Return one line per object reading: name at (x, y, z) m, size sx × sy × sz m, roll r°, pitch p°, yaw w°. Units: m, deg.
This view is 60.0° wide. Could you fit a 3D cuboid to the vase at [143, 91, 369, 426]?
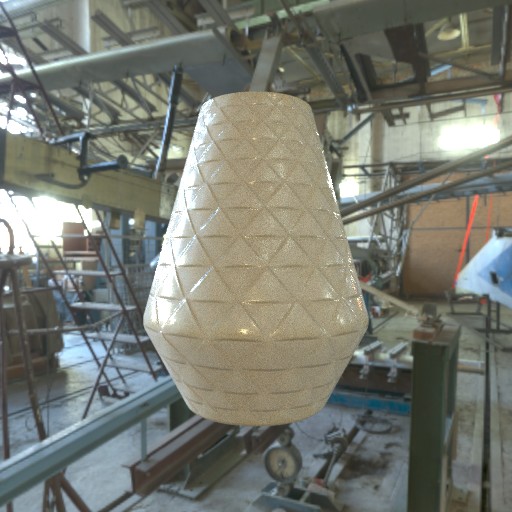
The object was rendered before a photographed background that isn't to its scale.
vase at (0.000, 0.000, 0.353) m, size 0.175 × 0.230 × 0.175 m, roll 0°, pitch 1°, yaw 0°
